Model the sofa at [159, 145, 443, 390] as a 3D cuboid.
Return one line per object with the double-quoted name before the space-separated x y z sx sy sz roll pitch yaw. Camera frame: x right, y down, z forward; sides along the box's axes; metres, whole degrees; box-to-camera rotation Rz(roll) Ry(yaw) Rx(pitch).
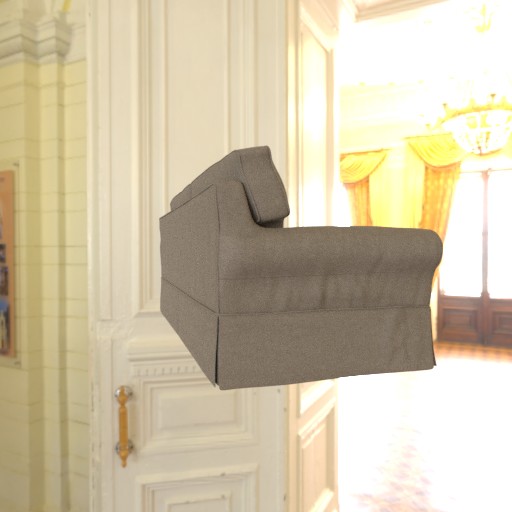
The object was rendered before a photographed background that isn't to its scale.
"sofa" 0.000 0.000 2.758 0.991 0.943 2.248 0 1 -18
